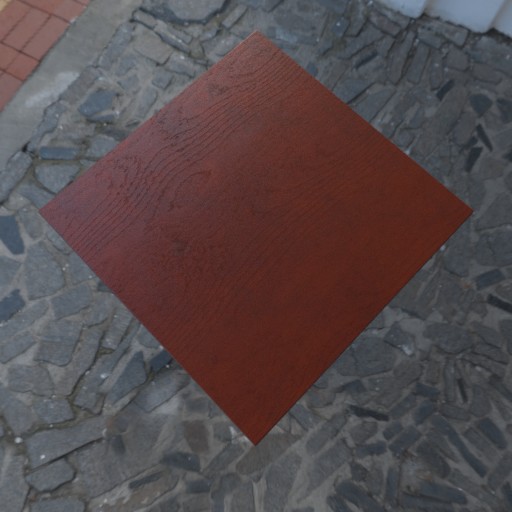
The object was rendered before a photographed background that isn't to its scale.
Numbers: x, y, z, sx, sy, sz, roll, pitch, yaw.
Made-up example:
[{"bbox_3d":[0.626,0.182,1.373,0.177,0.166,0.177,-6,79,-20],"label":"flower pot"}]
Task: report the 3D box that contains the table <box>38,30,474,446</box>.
[{"bbox_3d":[0.000,0.000,0.986,0.523,0.558,0.522,-41,79,-10],"label":"table"}]
